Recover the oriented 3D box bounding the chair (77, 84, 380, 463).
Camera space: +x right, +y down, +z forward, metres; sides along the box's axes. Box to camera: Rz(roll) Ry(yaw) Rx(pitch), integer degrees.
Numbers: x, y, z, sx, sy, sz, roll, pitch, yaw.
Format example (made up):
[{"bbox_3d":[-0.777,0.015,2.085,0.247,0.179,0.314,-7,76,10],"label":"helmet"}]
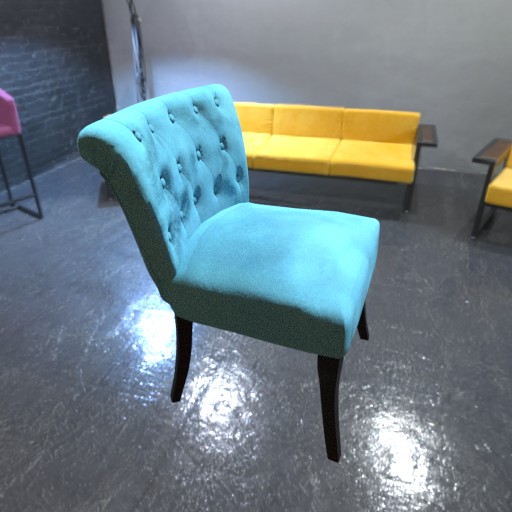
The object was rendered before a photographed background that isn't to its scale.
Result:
[{"bbox_3d":[0.000,0.000,1.150,0.605,0.750,0.582,11,31,18],"label":"chair"}]
